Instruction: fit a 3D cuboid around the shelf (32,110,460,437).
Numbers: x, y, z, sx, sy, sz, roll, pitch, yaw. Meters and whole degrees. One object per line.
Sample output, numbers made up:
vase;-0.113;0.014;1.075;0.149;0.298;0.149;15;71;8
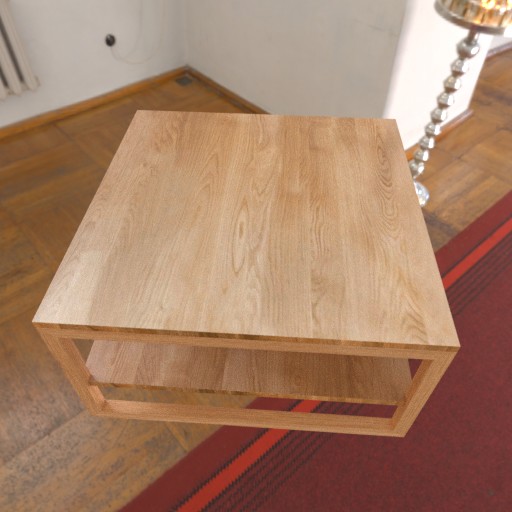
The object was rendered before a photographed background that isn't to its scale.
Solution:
shelf;0.000;0.000;1.405;0.899;0.480;0.899;3;47;3
